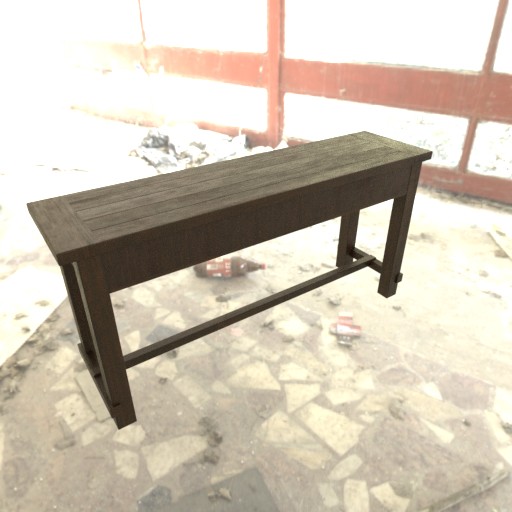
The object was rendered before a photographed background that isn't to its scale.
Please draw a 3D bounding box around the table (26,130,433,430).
[{"bbox_3d":[0.000,0.000,1.924,1.599,0.762,0.442,-19,36,-29],"label":"table"}]
